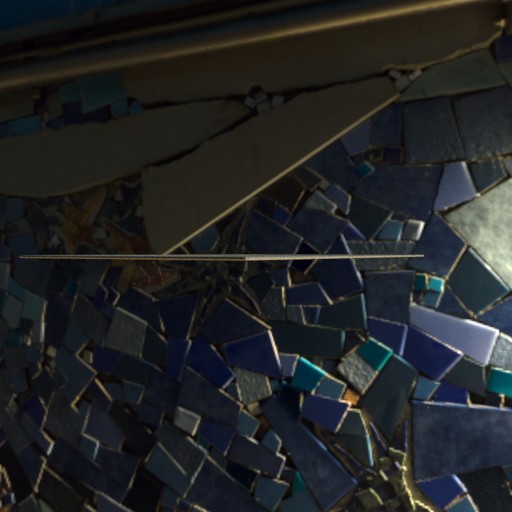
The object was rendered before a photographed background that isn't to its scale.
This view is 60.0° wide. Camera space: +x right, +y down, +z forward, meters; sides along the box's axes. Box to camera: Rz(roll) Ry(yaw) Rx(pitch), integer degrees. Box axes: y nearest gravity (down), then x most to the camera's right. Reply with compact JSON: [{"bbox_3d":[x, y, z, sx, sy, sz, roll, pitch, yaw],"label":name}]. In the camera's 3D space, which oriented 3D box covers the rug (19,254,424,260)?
[{"bbox_3d":[0.000,0.000,2.304,1.219,0.010,1.829,0,0,35],"label":"rug"}]
